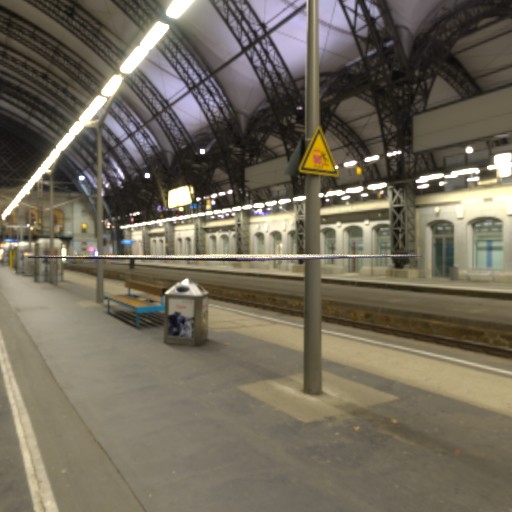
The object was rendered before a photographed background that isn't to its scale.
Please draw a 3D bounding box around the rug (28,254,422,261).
[{"bbox_3d":[0.000,0.000,2.305,1.184,0.012,1.781,0,1,36],"label":"rug"}]
